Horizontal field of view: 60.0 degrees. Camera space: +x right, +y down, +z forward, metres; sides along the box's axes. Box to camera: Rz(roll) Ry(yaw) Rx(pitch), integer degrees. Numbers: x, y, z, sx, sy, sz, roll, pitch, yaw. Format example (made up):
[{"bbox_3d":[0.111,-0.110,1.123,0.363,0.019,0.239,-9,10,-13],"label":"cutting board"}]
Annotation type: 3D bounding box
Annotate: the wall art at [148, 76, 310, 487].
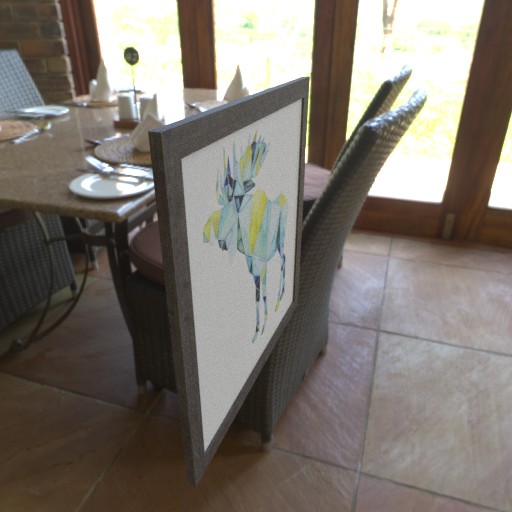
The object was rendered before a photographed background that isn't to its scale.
[{"bbox_3d":[0.000,0.000,0.662,0.013,0.457,0.457,10,30,19],"label":"wall art"}]
